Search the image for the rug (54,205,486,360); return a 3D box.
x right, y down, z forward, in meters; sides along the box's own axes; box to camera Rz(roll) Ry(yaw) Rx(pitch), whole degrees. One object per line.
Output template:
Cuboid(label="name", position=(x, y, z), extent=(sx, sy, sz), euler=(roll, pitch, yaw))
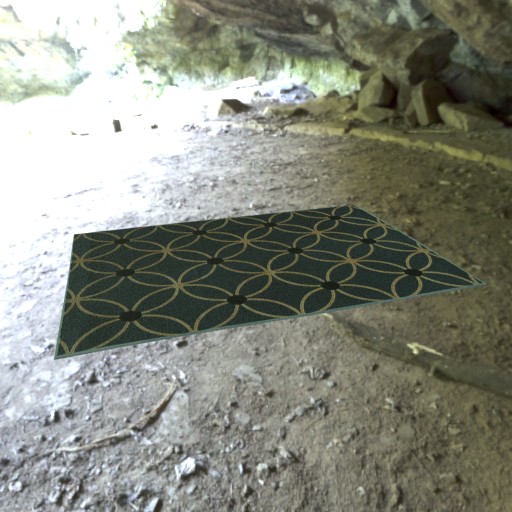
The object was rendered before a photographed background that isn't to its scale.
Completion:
Cuboid(label="rug", position=(0.000, 0.000, 2.856), extent=(2.284, 0.008, 1.522), euler=(-7, 26, -16))
